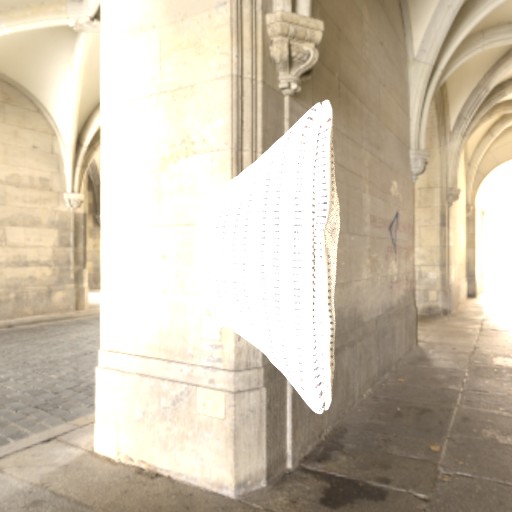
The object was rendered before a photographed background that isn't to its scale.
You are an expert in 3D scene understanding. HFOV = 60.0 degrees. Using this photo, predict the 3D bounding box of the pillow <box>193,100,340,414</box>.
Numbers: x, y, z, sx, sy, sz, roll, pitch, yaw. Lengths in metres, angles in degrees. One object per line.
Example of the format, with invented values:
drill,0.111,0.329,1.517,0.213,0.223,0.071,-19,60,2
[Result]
pillow,0.000,0.000,0.801,0.210,0.353,0.640,0,0,-16
